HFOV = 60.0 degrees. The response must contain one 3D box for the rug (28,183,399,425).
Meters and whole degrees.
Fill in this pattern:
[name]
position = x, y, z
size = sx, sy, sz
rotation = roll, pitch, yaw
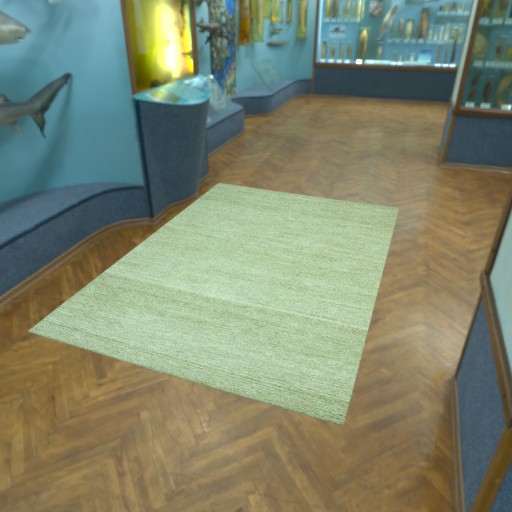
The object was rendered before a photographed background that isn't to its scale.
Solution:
[rug]
position = 0.000, 0.000, 2.910
size = 1.606, 0.017, 2.270
rotation = 11, 32, 18
